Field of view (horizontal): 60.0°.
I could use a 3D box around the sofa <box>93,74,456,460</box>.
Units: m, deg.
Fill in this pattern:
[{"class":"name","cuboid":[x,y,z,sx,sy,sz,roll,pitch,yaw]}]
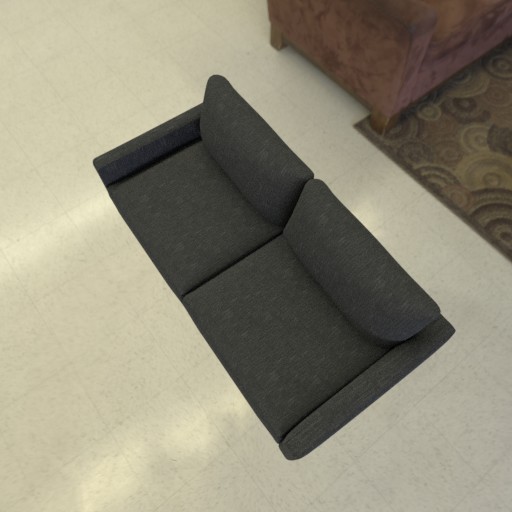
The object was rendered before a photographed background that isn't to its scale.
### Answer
[{"class":"sofa","cuboid":[0.000,0.000,2.200,0.866,0.862,1.716,-33,69,-15]}]
